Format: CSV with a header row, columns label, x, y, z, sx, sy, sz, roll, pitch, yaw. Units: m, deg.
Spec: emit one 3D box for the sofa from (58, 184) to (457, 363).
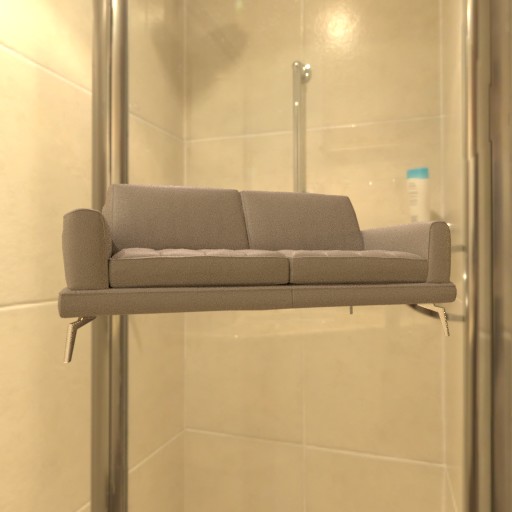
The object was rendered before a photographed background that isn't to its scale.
label,x,y,z,sx,sy,sz,roll,pitch,yaw
sofa,0.000,0.000,2.748,2.177,0.930,1.121,0,-1,-19
